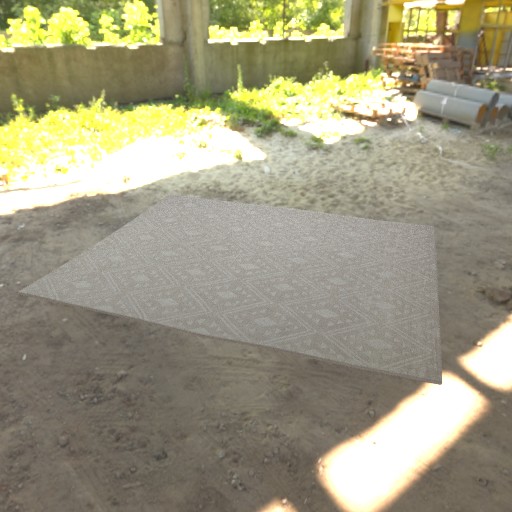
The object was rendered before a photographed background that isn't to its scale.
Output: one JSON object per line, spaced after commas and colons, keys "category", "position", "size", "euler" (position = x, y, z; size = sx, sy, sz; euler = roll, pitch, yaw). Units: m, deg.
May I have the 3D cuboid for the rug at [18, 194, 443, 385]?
{"category": "rug", "position": [0.000, 0.000, 3.916], "size": [3.011, 0.054, 2.399], "euler": [9, 28, 17]}
